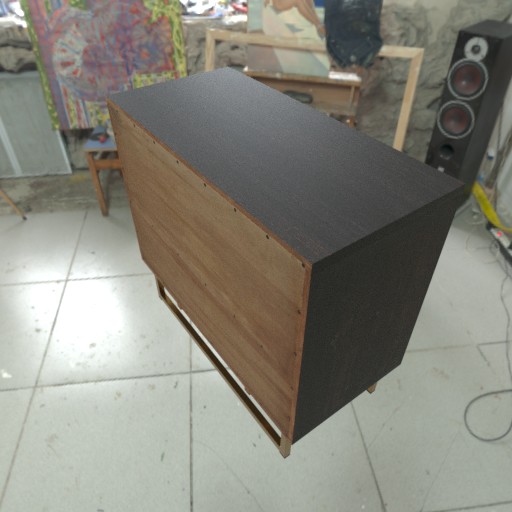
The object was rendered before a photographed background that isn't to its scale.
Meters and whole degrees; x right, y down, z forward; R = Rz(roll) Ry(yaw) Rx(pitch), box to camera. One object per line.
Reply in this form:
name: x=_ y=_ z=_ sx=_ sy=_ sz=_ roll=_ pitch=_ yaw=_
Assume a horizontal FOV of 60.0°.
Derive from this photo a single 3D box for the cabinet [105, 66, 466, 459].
cabinet: x=0.000 y=0.000 z=1.445 sx=0.451 sy=0.860 sz=0.950 roll=-26 pitch=47 yaw=-26
